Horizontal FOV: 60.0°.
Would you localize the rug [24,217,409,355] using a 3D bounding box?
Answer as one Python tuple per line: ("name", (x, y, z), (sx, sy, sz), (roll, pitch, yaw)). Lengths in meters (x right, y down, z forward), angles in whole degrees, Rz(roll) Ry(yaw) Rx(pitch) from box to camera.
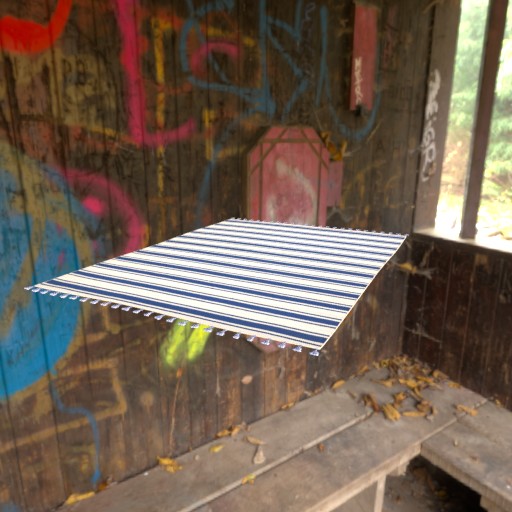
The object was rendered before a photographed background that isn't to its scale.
("rug", (0.000, 0.000, 4.472), (2.471, 0.016, 3.416), (8, 17, 26))
